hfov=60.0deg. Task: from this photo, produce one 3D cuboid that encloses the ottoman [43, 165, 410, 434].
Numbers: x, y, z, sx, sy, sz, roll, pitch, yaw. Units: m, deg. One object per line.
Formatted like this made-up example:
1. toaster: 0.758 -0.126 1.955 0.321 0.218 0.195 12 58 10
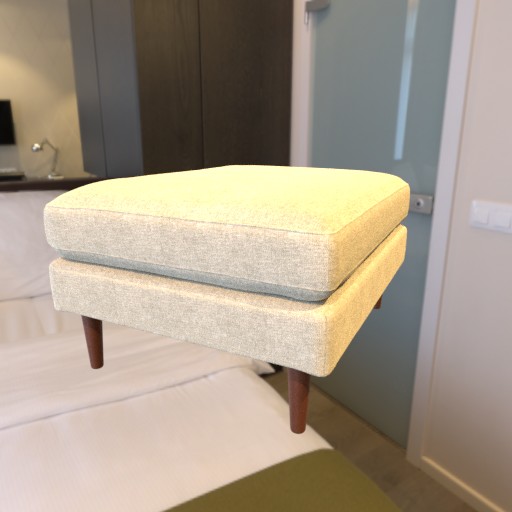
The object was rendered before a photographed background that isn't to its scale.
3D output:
1. ottoman: 0.000 0.000 1.239 0.693 0.474 0.821 8 18 26
